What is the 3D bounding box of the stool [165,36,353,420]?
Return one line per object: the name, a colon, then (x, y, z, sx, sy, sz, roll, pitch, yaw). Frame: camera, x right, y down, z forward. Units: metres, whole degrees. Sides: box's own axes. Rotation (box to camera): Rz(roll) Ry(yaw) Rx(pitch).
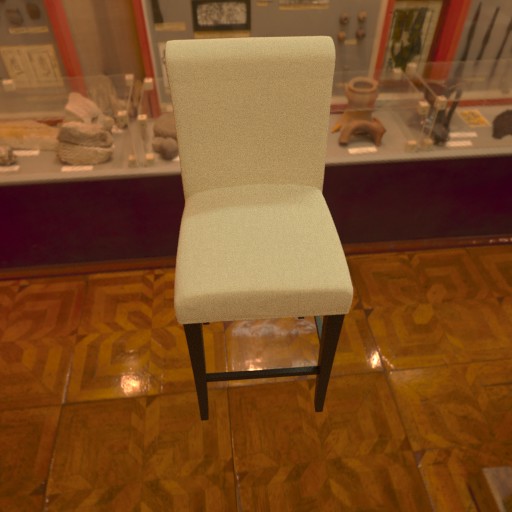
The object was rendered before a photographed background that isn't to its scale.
stool: (0.000, 0.000, 1.400, 0.452, 1.124, 0.597, -3, 46, -3)
